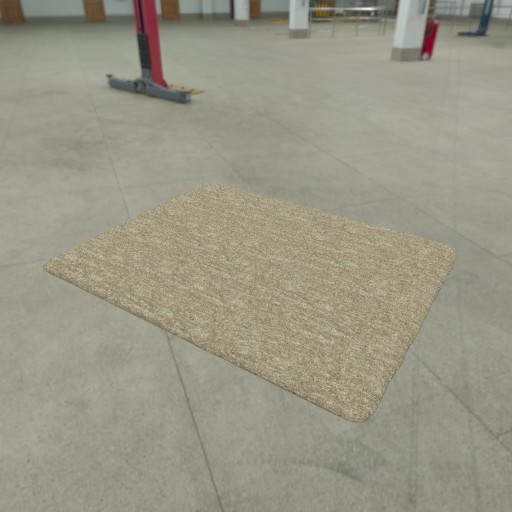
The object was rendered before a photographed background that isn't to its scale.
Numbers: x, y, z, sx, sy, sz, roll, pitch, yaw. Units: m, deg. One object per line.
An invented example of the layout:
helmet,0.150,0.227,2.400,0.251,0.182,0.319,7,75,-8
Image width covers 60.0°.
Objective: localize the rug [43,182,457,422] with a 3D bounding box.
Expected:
rug,0.000,0.000,3.779,2.873,0.050,2.242,19,36,28
